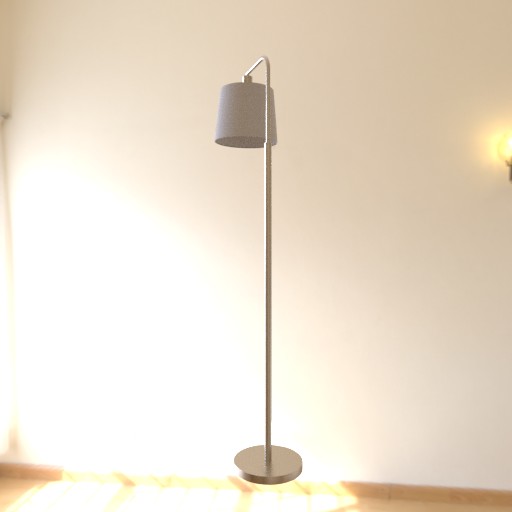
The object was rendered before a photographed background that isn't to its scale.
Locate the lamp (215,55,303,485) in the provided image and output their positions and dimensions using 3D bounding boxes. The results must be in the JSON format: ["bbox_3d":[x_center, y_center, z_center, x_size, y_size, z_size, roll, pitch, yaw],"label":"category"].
[{"bbox_3d":[0.000,0.000,1.676,0.254,1.478,0.508,0,0,-19],"label":"lamp"}]
